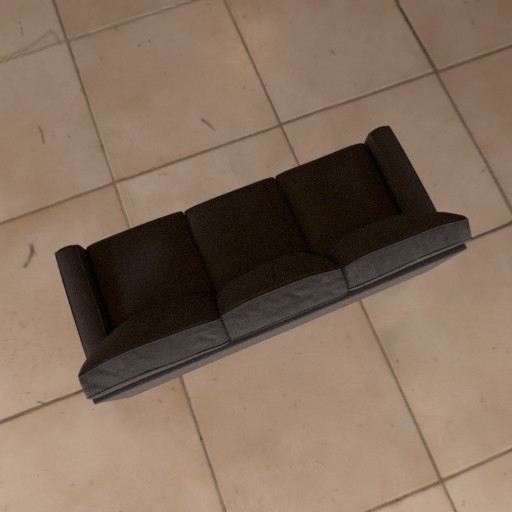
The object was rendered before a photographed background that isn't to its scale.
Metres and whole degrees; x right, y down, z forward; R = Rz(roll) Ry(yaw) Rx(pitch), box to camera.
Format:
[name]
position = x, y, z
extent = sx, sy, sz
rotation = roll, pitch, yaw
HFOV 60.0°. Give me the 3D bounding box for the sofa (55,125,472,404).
[sofa]
position = 0.000, 0.000, 2.883
extent = 2.369, 0.978, 1.004
rotation = -22, 77, -5
